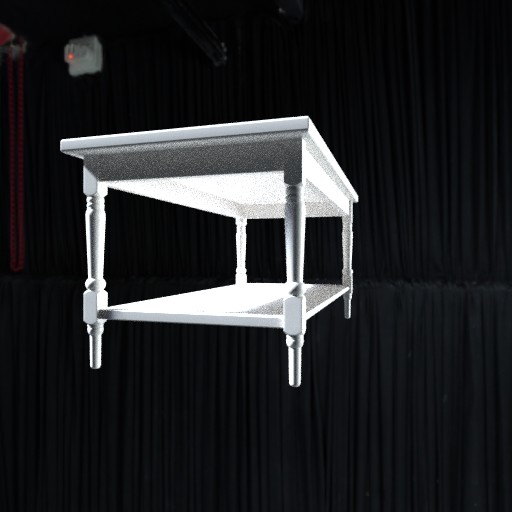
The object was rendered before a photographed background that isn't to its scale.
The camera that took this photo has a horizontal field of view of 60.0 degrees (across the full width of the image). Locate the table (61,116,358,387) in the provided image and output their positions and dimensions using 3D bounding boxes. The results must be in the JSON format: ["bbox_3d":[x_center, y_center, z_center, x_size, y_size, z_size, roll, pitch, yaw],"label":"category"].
[{"bbox_3d":[0.000,0.000,1.415,0.550,0.510,1.107,0,0,17],"label":"table"}]
